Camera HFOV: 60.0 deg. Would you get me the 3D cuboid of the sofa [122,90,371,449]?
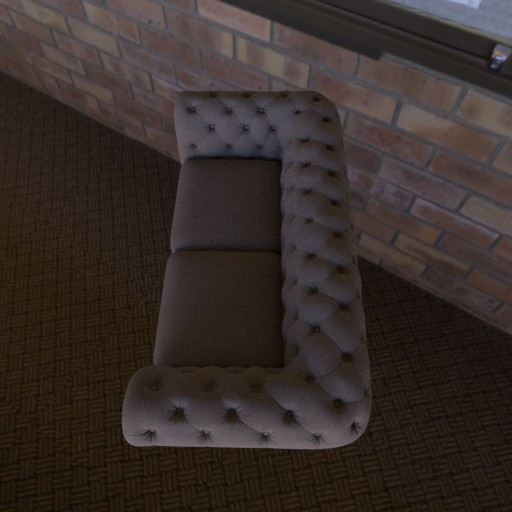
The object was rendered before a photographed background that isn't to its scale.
[{"bbox_3d":[0.000,0.000,2.415,0.986,0.764,1.998,1,59,1],"label":"sofa"}]
